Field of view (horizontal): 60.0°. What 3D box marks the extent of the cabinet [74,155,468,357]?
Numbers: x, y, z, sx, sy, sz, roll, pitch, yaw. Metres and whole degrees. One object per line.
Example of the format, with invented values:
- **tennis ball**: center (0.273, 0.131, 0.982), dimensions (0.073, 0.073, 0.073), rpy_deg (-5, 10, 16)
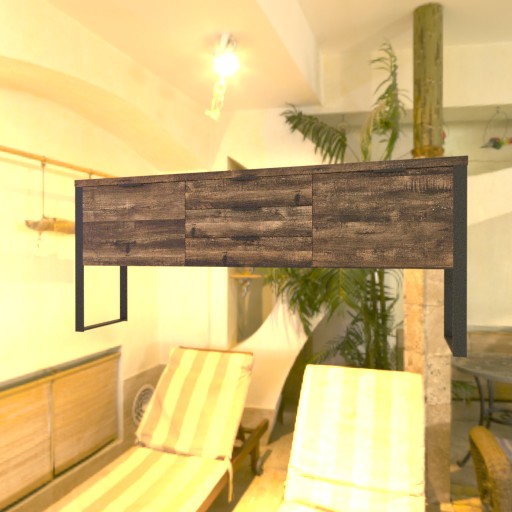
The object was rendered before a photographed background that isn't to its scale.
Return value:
- **cabinet**: center (0.000, 0.000, 2.124), dimensions (1.800, 0.762, 0.395), rpy_deg (0, 0, 18)
